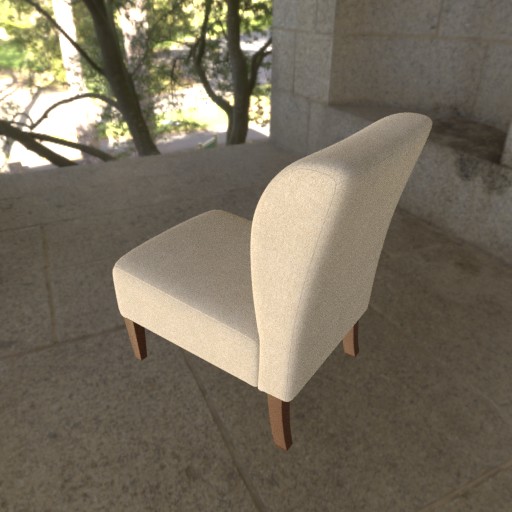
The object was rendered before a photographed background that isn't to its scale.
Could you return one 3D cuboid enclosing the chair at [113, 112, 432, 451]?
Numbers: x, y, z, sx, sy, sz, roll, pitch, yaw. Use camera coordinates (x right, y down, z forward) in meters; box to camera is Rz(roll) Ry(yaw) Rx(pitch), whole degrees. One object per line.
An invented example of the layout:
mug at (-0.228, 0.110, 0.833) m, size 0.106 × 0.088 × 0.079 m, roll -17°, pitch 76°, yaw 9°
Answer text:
chair at (0.000, 0.000, 1.326) m, size 0.754 × 0.833 × 0.521 m, roll 20°, pitch 35°, yaw 30°
